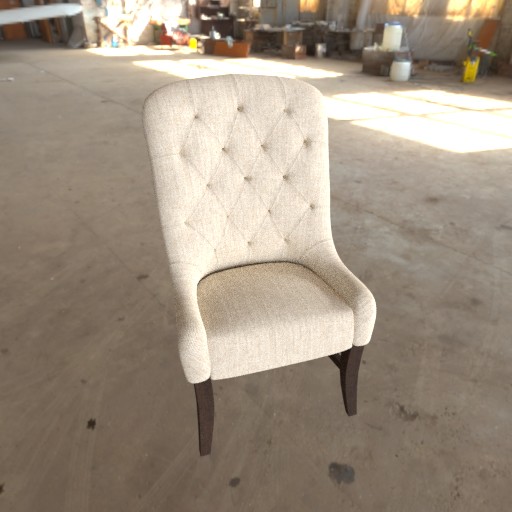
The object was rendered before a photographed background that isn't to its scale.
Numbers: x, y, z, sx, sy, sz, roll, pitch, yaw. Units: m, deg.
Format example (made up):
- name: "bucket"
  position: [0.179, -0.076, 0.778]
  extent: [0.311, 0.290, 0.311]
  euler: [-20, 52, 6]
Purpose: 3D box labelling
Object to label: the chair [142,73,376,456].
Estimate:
- name: "chair"
  position: [0.000, 0.000, 1.518]
  extent: [0.634, 1.091, 0.629]
  euler: [-9, 32, -15]
